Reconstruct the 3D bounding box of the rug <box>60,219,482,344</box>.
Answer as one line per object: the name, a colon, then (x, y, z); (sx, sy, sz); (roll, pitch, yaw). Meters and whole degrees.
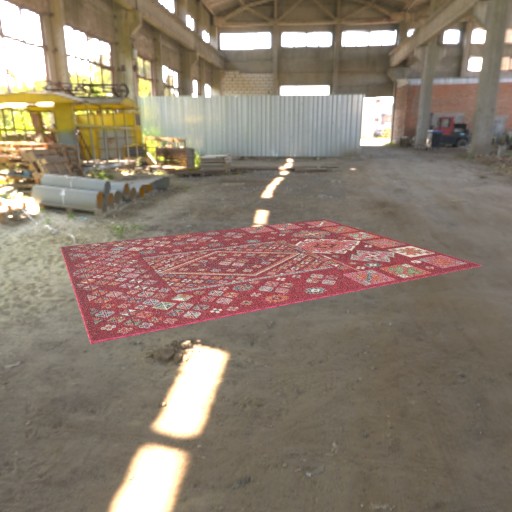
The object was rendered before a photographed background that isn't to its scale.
rug: (0.000, 0.000, 4.251); (3.306, 0.011, 2.389); (-8, 18, -26)
